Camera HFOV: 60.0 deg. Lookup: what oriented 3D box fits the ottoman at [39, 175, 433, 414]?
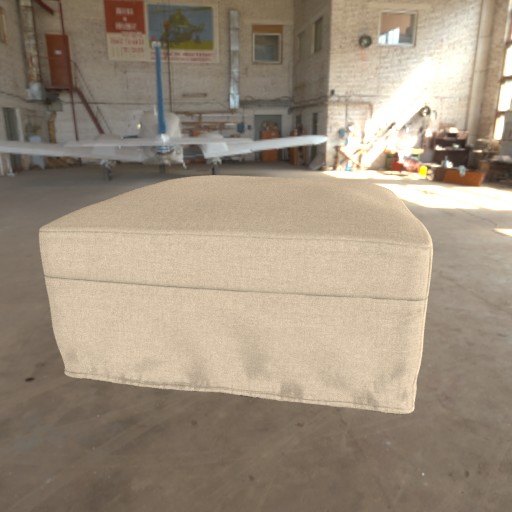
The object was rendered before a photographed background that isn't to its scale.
[{"bbox_3d":[0.000,0.000,1.313,0.840,0.436,0.843,3,16,10],"label":"ottoman"}]
